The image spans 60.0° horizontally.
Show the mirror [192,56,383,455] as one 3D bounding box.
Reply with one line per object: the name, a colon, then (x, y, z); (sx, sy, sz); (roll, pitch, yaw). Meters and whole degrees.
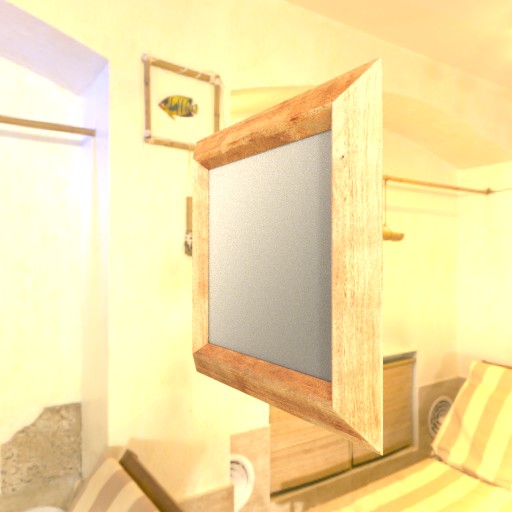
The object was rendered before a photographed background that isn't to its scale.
mirror: (0.000, 0.000, 0.974); (0.047, 0.651, 0.651); (0, 0, -35)
